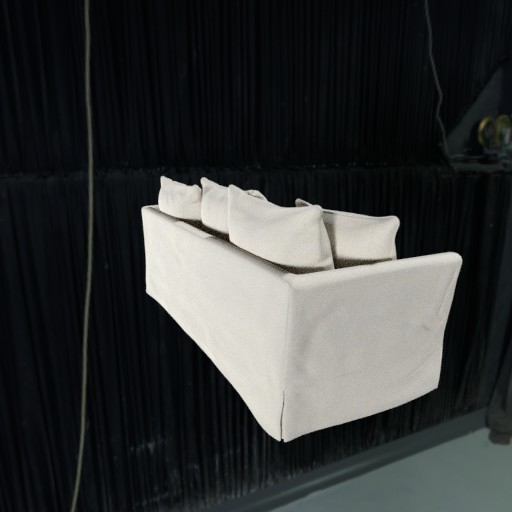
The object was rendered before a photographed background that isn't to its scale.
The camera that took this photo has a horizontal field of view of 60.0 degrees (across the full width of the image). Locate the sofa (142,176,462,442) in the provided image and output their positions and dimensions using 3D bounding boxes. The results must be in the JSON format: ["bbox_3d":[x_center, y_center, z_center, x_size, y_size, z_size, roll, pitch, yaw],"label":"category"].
[{"bbox_3d":[0.000,0.000,3.063,1.046,1.047,2.499,-7,16,-26],"label":"sofa"}]
